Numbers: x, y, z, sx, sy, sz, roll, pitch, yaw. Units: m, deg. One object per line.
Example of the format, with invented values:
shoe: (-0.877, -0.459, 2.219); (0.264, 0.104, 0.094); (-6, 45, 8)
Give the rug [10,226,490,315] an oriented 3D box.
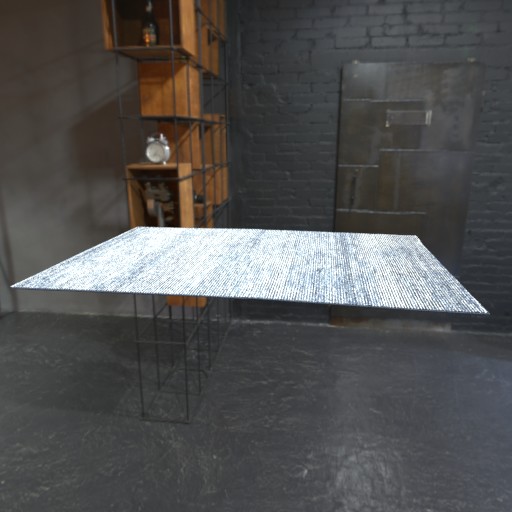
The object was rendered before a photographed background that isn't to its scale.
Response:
rug: (0.000, 0.000, 2.908); (2.349, 0.030, 1.624); (2, 15, 9)
